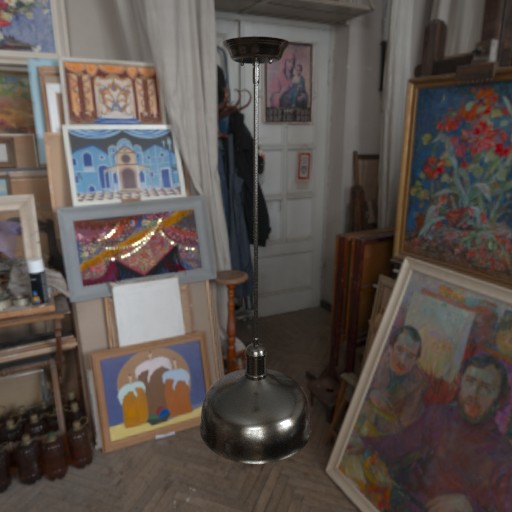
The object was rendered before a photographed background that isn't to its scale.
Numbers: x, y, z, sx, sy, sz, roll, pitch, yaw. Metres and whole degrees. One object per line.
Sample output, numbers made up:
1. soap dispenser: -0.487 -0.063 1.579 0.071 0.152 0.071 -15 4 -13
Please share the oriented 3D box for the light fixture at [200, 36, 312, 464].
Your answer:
1. light fixture: 0.000 0.000 1.065 0.299 0.935 0.299 8 17 26
